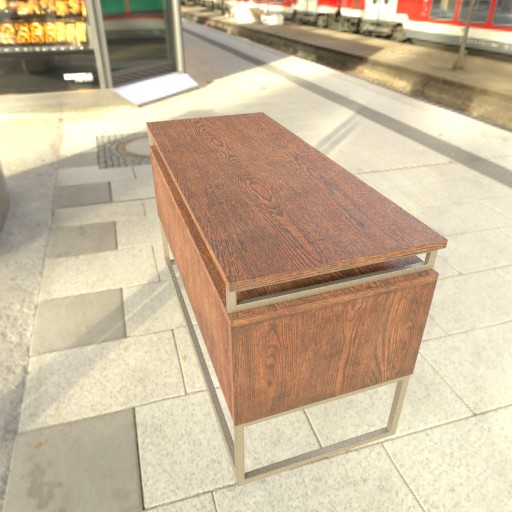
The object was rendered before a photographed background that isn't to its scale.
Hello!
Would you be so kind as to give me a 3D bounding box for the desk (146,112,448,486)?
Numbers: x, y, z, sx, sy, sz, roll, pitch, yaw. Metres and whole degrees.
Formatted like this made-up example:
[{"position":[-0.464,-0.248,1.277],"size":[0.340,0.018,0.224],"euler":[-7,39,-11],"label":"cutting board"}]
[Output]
[{"position":[0.000,0.000,1.819],"size":[0.610,0.792,1.384],"euler":[-10,33,-16],"label":"desk"}]
